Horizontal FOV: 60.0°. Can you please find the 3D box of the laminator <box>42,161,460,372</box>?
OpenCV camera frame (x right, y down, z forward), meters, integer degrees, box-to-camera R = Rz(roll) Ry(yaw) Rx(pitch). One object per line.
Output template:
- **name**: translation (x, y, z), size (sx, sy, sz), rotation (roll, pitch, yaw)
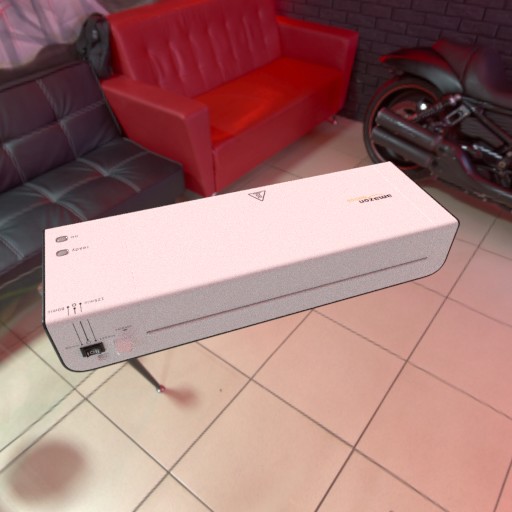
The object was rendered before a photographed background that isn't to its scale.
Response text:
- **laminator**: translation (0.000, 0.000, 0.395), size (0.340, 0.062, 0.123), rotation (-13, 44, -14)
